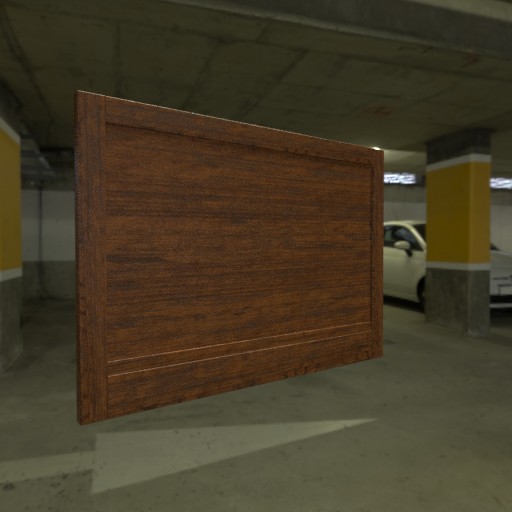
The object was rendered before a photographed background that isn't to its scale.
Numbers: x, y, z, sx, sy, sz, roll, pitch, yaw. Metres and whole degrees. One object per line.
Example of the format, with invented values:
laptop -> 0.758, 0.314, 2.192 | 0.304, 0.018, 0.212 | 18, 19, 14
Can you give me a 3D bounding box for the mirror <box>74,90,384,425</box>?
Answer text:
mirror -> 0.000, 0.000, 0.963 | 0.758, 0.537, 0.084 | -1, 2, -36
